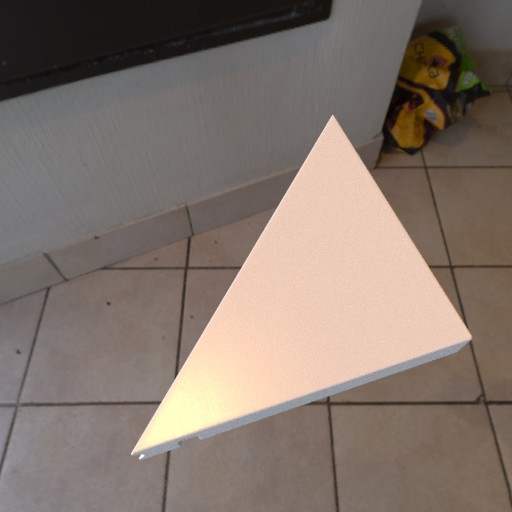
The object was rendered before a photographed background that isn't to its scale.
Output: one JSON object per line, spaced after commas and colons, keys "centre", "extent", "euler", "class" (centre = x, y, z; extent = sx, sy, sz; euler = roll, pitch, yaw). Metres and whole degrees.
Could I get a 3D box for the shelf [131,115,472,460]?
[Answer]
{"centre": [0.000, 0.000, 0.443], "extent": [0.296, 0.035, 0.296], "euler": [-16, 60, -10], "class": "shelf"}
